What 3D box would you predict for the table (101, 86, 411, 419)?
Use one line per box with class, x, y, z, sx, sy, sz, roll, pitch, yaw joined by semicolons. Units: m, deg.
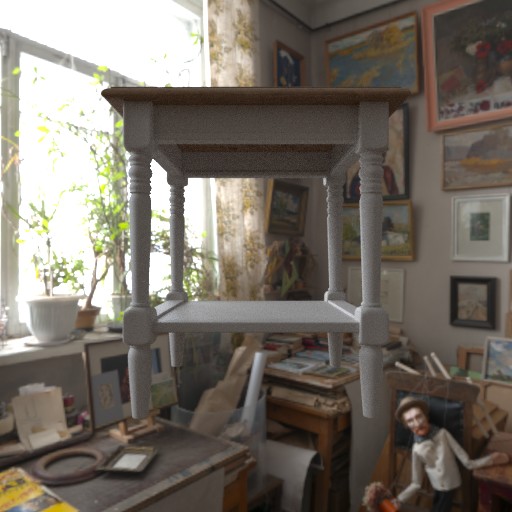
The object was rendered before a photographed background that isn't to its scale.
table;0.000;0.000;0.953;0.508;0.561;0.457;0;0;0
